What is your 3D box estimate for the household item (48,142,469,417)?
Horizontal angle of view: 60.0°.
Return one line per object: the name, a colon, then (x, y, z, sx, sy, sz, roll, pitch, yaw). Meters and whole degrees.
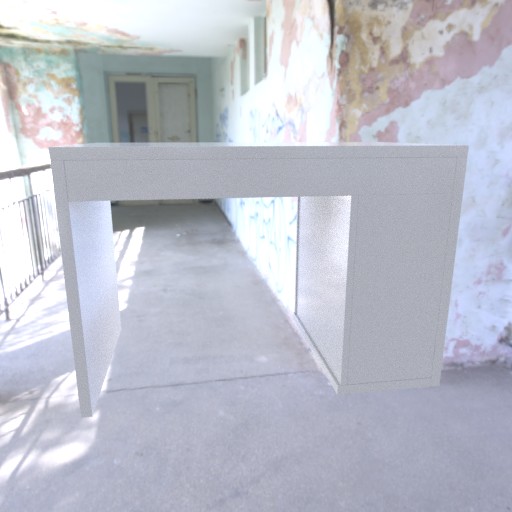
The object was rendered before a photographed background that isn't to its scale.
household item: (0.000, 0.000, 1.527, 1.100, 0.749, 0.597, -2, 15, -8)
